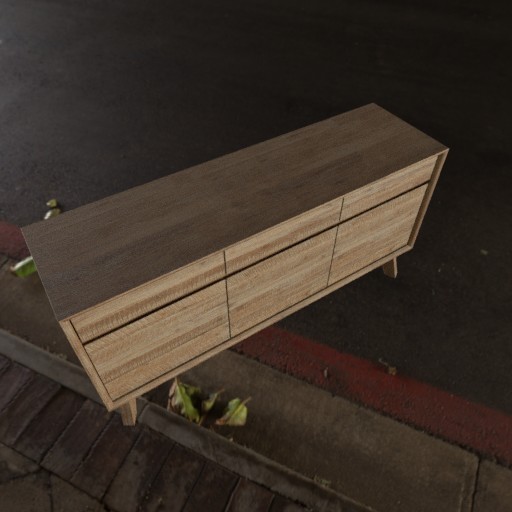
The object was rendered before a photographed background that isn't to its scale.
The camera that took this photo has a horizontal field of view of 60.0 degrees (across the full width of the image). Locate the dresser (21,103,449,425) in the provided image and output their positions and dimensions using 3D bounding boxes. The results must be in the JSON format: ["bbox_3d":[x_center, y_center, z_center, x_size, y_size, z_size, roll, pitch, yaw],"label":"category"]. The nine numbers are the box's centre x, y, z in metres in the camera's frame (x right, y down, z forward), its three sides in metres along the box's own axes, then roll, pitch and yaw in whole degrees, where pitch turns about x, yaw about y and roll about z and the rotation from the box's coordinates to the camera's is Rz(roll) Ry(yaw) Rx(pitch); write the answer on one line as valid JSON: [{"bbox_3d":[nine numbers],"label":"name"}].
[{"bbox_3d":[0.000,0.000,1.951,1.602,0.788,0.455,-25,52,-22],"label":"dresser"}]
